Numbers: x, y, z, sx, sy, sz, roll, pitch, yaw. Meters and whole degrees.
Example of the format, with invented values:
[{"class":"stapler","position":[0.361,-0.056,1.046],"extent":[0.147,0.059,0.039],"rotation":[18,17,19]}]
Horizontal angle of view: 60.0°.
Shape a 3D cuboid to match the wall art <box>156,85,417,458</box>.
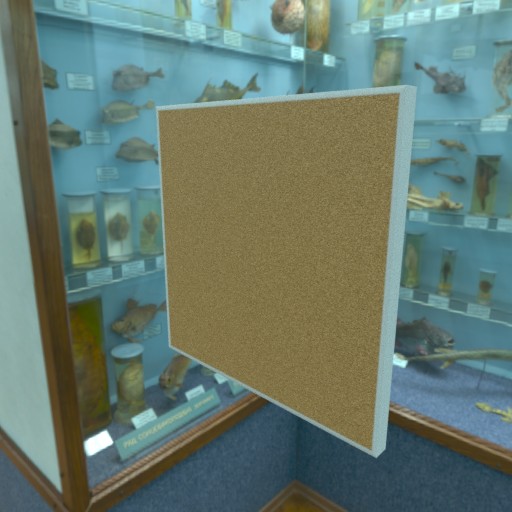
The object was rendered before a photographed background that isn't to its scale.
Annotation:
[{"class":"wall art","position":[0.000,0.000,1.141],"extent":[0.768,0.765,0.041],"rotation":[14,20,42]}]
